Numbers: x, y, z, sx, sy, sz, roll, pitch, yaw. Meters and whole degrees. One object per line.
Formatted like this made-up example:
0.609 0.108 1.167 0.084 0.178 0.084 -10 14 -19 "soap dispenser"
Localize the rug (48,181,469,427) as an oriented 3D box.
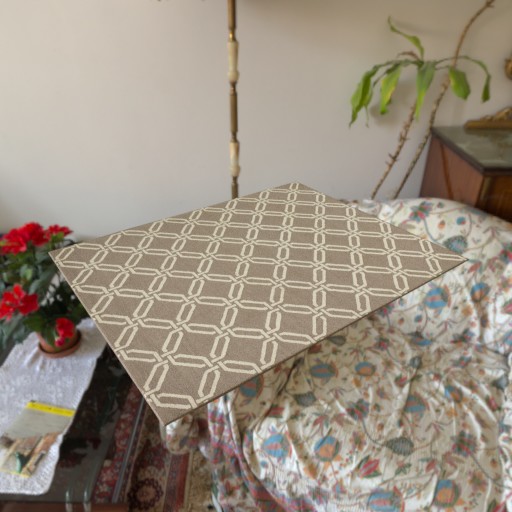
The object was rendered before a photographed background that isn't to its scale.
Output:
0.000 0.000 3.879 2.895 0.018 2.288 -21 36 -31 "rug"
